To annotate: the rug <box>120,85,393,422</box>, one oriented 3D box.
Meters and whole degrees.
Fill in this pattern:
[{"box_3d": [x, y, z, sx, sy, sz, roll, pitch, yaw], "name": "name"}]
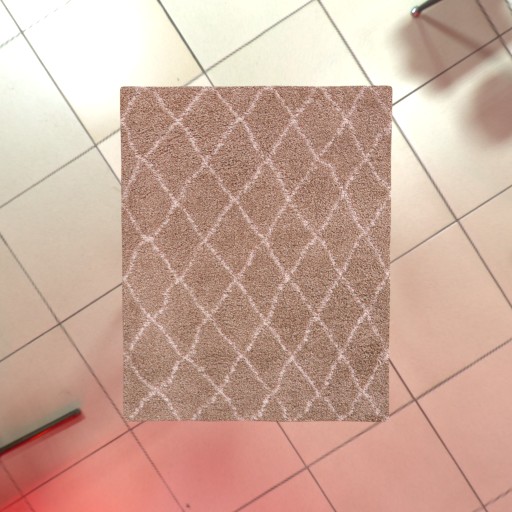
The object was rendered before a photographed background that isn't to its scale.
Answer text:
[{"box_3d": [0.000, 0.000, 4.022, 2.438, 0.029, 3.047, 0, 92, 0], "name": "rug"}]
